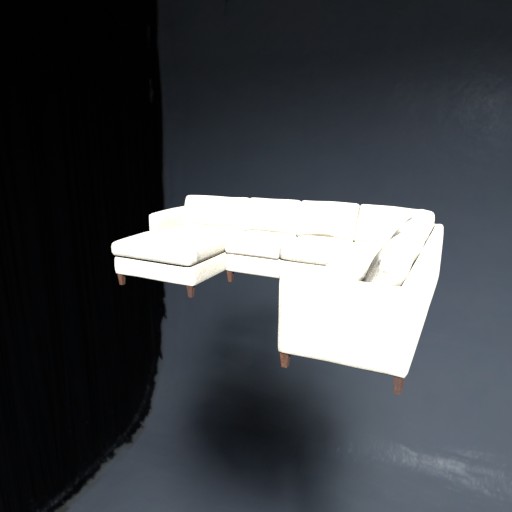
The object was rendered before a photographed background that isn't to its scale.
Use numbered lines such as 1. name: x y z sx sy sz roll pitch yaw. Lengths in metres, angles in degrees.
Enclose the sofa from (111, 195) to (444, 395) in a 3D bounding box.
1. sofa: 0.000 0.000 4.647 3.460 0.959 2.593 7 16 25
